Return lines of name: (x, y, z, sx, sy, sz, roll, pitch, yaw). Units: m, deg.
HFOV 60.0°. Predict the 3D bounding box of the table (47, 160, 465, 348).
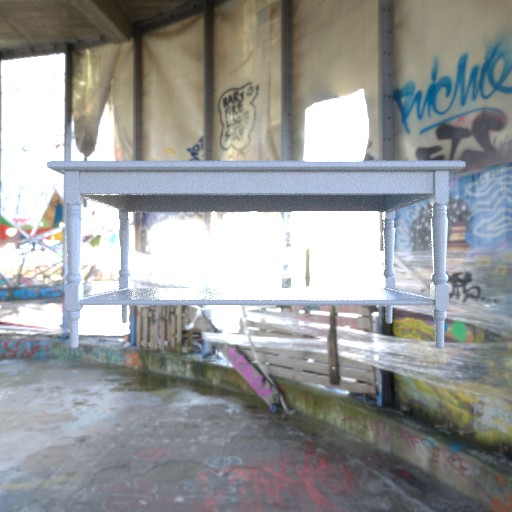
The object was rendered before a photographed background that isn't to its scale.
table: (0.000, 0.000, 1.447, 1.109, 0.506, 0.551, 0, 0, 0)
